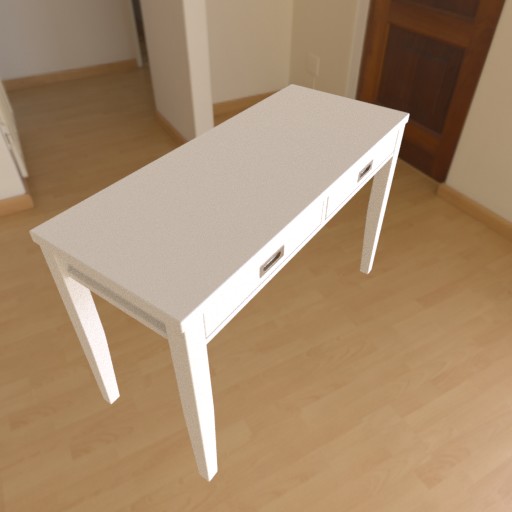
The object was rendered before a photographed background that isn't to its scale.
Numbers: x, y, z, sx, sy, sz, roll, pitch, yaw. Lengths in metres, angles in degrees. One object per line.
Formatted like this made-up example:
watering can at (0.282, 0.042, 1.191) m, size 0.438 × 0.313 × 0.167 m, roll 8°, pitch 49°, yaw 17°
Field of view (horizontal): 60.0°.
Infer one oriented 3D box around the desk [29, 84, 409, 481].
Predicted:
desk at (0.000, 0.000, 1.609) m, size 0.508 × 0.775 × 1.220 m, roll 25°, pitch 47°, yaw 26°
